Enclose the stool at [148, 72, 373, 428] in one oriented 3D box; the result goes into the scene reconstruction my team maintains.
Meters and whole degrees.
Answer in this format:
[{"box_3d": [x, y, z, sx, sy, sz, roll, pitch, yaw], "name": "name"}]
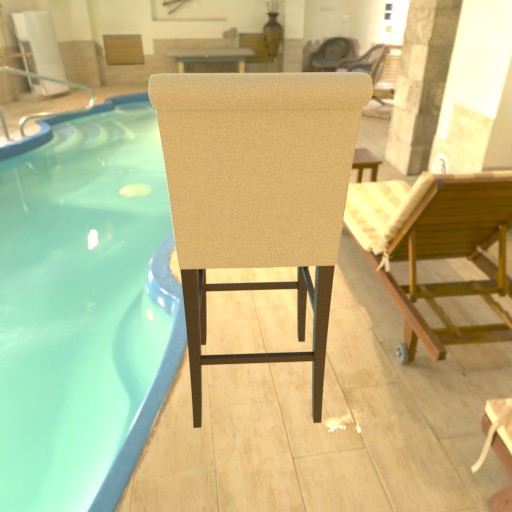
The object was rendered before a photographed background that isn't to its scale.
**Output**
[{"box_3d": [0.000, 0.000, 1.383, 0.452, 1.124, 0.597, -1, 30, -2], "name": "stool"}]
